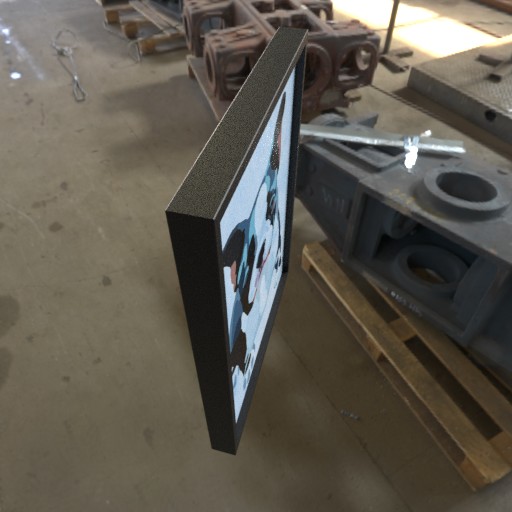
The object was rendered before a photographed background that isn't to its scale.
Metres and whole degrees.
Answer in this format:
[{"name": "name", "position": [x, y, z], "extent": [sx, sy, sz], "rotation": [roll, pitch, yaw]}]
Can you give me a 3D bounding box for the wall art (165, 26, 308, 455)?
[{"name": "wall art", "position": [0.000, 0.000, 0.483], "extent": [0.030, 0.369, 0.294], "rotation": [11, 48, 10]}]
